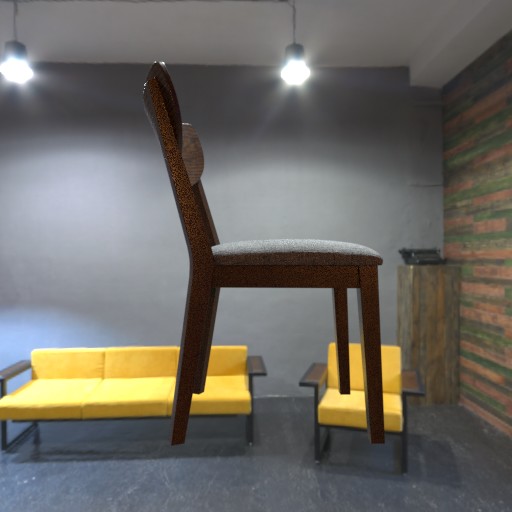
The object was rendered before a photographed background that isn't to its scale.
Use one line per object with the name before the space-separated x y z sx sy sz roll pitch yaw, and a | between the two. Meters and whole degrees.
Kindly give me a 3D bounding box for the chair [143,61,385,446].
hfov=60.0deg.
chair | 0.000 0.000 1.196 0.583 0.849 0.491 0 0 0
